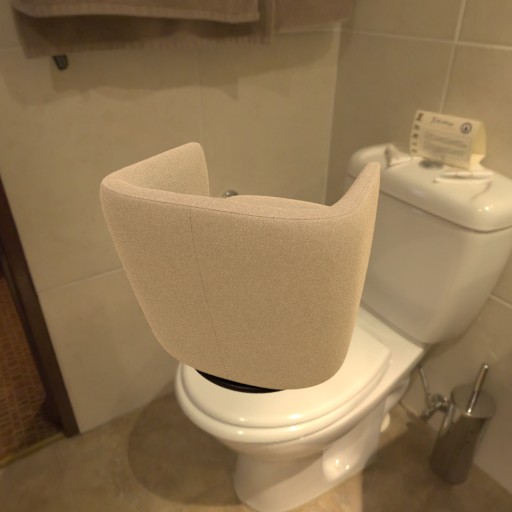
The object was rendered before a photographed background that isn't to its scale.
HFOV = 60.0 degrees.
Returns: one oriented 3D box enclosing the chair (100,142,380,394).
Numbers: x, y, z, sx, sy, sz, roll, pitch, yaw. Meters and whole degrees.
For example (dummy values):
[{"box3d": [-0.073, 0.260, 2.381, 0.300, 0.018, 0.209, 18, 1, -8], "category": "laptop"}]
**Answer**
[{"box3d": [0.000, 0.000, 1.695, 0.822, 0.861, 0.986, 10, 33, 16], "category": "chair"}]
